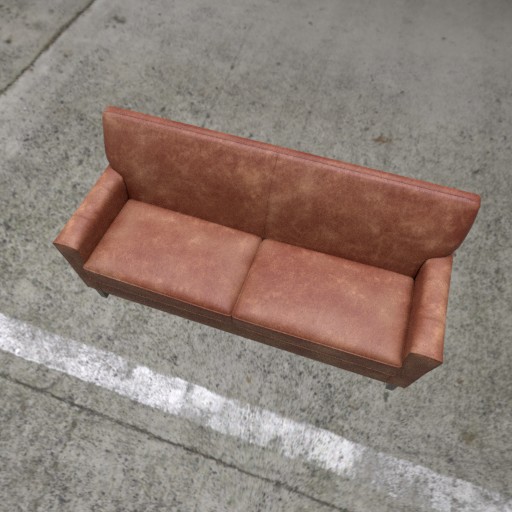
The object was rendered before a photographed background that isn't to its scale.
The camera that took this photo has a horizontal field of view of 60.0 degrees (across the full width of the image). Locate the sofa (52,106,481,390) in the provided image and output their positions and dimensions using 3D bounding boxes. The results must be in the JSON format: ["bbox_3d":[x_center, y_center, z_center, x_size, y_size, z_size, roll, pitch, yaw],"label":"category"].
[{"bbox_3d":[0.000,0.000,2.500,2.053,0.947,0.805,16,60,10],"label":"sofa"}]
